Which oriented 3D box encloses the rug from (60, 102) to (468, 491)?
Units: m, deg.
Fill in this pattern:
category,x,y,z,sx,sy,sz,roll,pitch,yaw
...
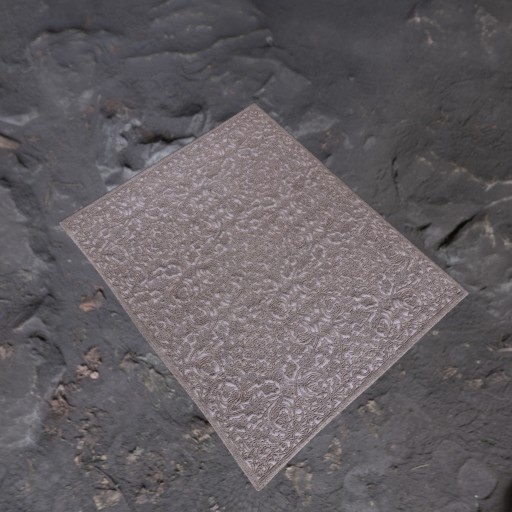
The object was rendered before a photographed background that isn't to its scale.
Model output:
category,x,y,z,sx,sy,sz,roll,pitch,yaw
rug,0.000,0.000,4.138,2.472,0.035,3.017,-37,69,-17
